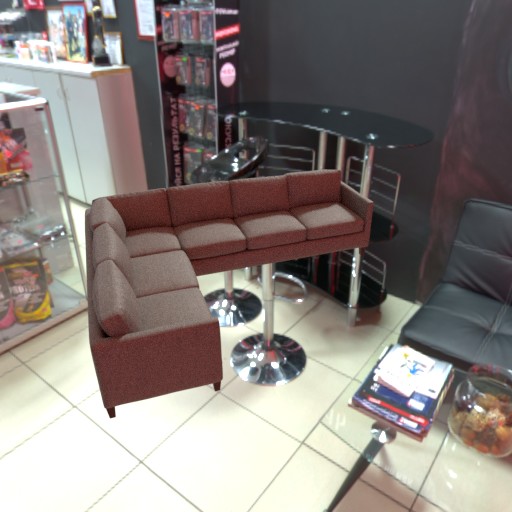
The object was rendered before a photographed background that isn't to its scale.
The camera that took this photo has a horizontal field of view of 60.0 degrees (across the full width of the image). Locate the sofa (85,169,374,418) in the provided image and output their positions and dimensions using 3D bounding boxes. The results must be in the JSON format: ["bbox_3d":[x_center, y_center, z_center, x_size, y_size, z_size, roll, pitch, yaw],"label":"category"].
[{"bbox_3d":[0.000,0.000,4.634,3.302,0.947,2.593,-10,31,-17],"label":"sofa"}]
